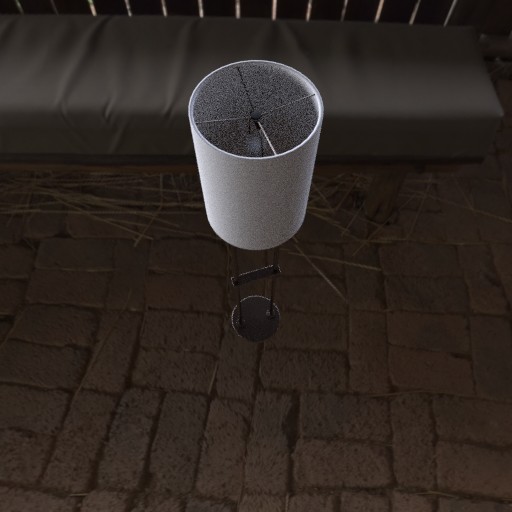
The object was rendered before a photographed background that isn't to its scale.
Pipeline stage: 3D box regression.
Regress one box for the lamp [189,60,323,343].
[{"bbox_3d":[0.000,0.000,1.674,0.306,1.500,0.305,-16,64,-8],"label":"lamp"}]
